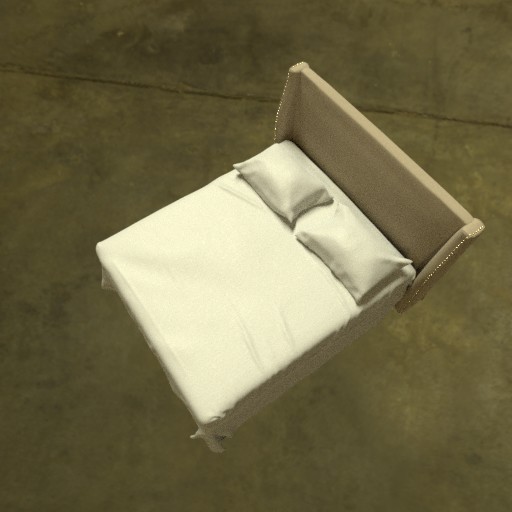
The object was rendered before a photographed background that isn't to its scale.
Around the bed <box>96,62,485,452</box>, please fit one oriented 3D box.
[{"bbox_3d":[0.000,0.000,3.446,2.276,1.332,1.925,-32,67,-15],"label":"bed"}]
